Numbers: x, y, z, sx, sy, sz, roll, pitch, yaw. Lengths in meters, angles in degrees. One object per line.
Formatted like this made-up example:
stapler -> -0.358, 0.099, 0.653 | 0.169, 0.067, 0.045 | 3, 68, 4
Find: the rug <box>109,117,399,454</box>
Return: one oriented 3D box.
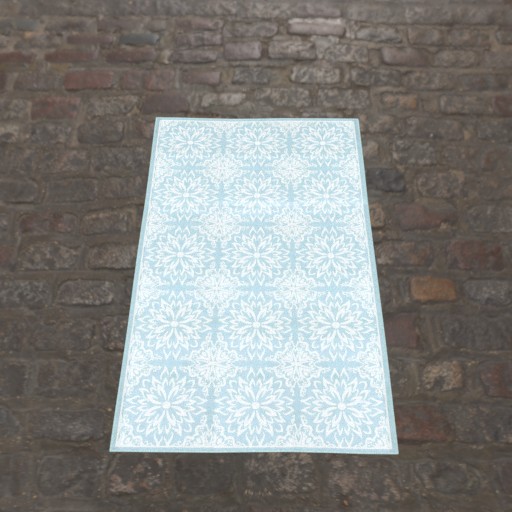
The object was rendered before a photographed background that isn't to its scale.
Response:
rug -> 0.000, 0.000, 2.263 | 1.219, 0.012, 1.840 | 0, 64, 0
